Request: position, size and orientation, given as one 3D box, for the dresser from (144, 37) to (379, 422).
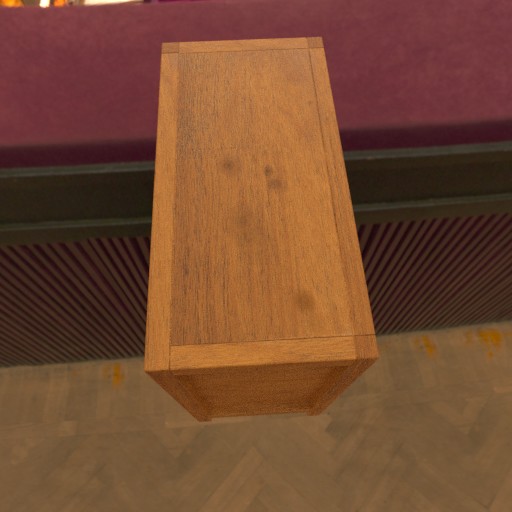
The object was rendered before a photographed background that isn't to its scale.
[{"bbox_3d":[0.000,0.000,1.282,0.427,0.804,0.804,-3,64,-1],"label":"dresser"}]
